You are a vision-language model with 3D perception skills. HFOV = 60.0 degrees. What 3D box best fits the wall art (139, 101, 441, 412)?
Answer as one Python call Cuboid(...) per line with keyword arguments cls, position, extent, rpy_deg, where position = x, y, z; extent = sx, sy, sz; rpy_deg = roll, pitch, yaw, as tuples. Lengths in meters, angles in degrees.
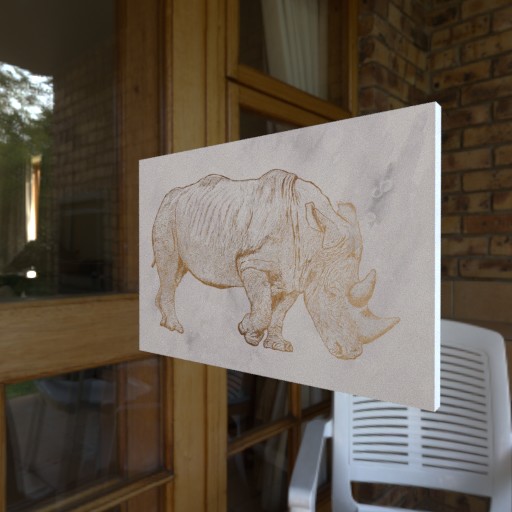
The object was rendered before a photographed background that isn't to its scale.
Cuboid(cls="wall art", position=(0.000, 0.000, 1.164), extent=(0.915, 0.610, 0.038), rpy_deg=(0, 1, 37))
